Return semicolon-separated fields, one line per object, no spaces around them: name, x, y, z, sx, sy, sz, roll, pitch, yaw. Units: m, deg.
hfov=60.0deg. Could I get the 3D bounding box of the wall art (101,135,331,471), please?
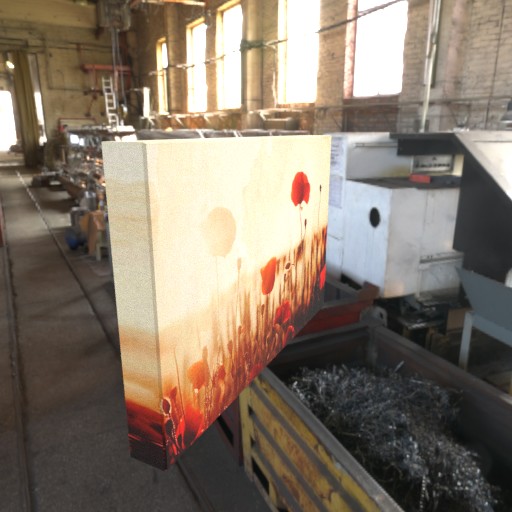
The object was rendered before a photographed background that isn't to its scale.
wall art;0.000;0.000;0.485;0.037;0.251;0.383;8;18;26
